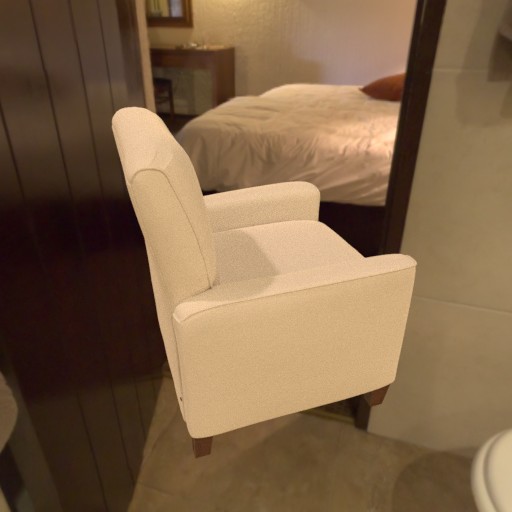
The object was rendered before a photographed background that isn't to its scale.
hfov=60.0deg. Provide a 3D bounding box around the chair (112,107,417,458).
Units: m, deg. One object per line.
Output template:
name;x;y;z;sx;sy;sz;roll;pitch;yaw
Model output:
chair;0.000;0.000;1.628;0.858;1.028;0.841;-10;30;-17
